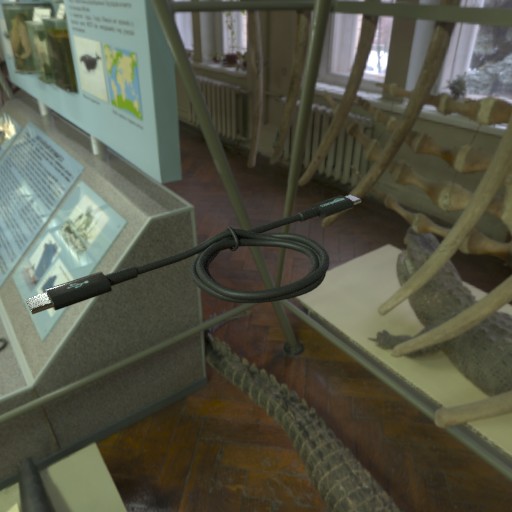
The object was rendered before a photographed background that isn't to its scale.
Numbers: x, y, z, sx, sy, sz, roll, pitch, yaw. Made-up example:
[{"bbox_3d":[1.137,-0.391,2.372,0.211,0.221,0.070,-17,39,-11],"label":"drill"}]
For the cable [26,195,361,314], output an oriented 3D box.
[{"bbox_3d":[0.000,0.000,0.223,0.203,0.014,0.070,-20,36,-31],"label":"cable"}]
